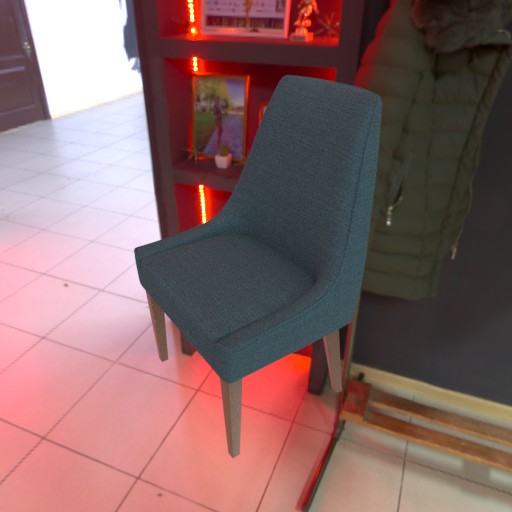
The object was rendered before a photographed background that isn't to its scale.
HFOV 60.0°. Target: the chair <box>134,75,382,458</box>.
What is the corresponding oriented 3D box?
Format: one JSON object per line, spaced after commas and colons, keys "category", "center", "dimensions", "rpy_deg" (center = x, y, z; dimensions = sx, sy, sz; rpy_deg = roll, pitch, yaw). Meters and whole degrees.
{"category": "chair", "center": [0.000, 0.000, 1.228], "dimensions": [0.544, 0.861, 0.529], "rpy_deg": [-20, 36, -30]}
